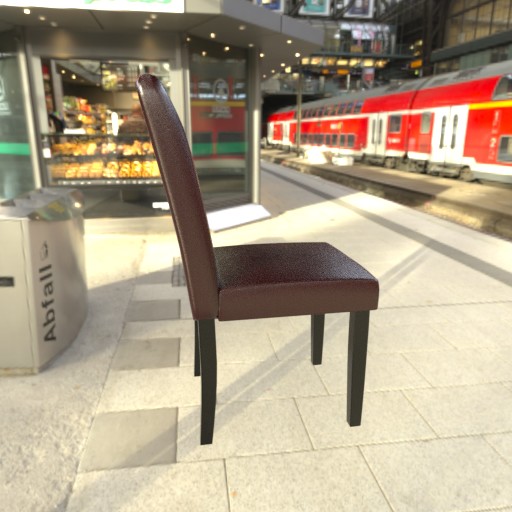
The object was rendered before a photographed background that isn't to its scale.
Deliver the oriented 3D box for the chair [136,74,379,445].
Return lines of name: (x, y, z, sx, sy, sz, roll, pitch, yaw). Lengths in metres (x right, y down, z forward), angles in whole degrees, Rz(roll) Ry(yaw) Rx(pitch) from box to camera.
chair: (0.000, 0.000, 1.221, 0.556, 0.897, 0.399, -3, 16, -10)
